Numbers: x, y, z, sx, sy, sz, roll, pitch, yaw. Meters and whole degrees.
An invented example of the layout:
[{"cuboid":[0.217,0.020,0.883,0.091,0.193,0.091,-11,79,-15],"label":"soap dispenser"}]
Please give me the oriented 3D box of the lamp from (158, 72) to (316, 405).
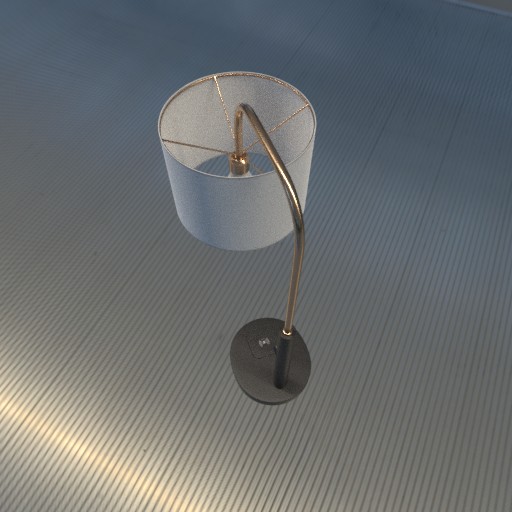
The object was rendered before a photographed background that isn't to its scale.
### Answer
[{"cuboid":[0.000,0.000,0.706,0.199,0.540,0.337,-17,58,-11],"label":"lamp"}]
